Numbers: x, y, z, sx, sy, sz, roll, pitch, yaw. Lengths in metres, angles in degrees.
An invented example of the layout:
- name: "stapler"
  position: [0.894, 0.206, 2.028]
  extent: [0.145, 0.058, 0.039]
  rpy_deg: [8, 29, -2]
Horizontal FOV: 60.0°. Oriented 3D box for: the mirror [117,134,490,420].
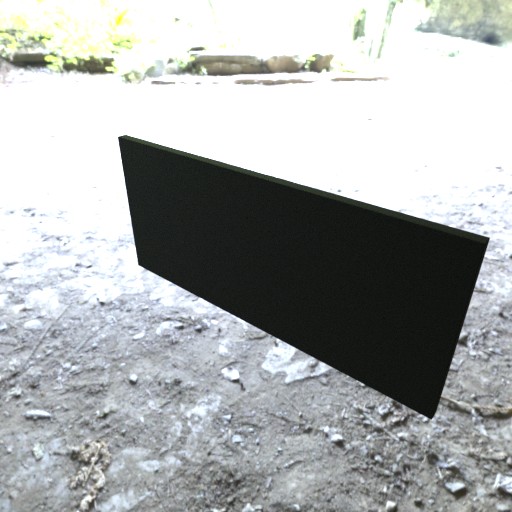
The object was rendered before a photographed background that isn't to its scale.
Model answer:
- name: "mirror"
  position: [0.000, 0.000, 1.781]
  extent: [1.584, 0.692, 0.047]
  rpy_deg: [23, 38, 33]
